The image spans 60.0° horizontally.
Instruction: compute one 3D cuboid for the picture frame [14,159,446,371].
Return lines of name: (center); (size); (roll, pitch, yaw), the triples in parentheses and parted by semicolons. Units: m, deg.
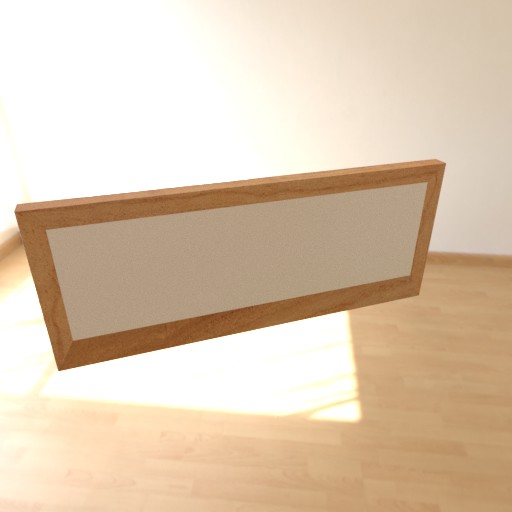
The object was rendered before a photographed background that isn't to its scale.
picture frame: (0.000, 0.000, 0.648); (0.582, 0.234, 0.045); (-9, 29, -17)
